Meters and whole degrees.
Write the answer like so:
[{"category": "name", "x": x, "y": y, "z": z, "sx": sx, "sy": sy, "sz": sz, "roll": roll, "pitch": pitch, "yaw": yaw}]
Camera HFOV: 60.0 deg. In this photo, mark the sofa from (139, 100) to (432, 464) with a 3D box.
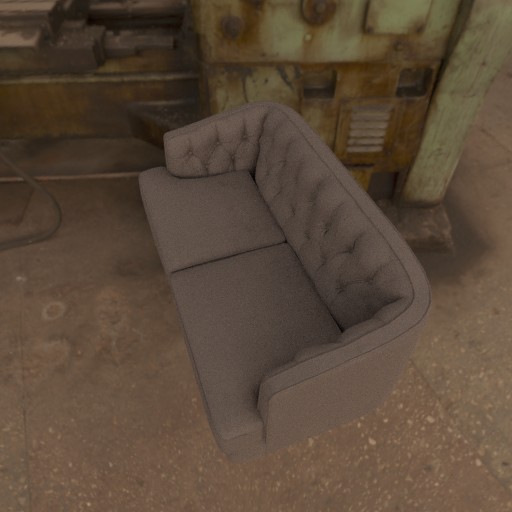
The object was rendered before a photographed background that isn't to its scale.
[{"category": "sofa", "x": 0.000, "y": 0.000, "z": 2.284, "sx": 0.941, "sy": 0.855, "sz": 1.733, "roll": -15, "pitch": 50, "yaw": -13}]
